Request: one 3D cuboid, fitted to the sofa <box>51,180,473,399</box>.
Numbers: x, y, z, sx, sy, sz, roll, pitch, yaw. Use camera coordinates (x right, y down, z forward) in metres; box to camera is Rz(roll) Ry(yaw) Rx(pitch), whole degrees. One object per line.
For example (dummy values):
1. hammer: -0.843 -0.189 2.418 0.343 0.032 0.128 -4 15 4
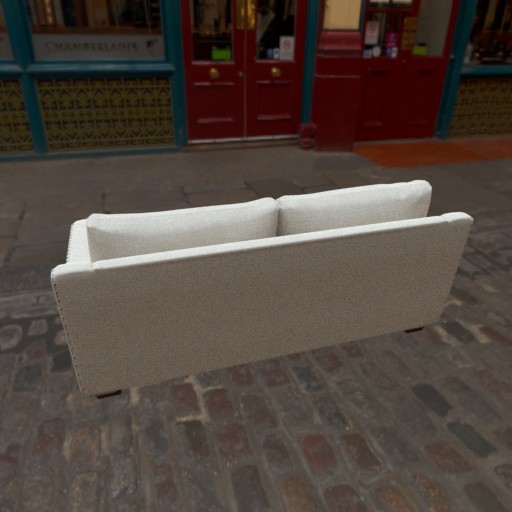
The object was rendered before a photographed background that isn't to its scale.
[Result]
1. sofa: 0.000 0.000 2.698 2.107 0.983 1.104 -8 28 -16
